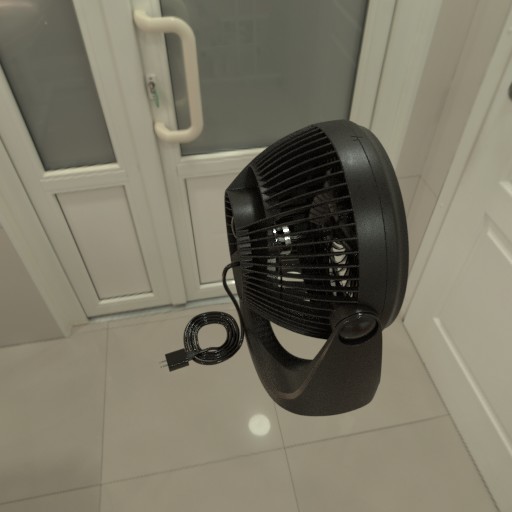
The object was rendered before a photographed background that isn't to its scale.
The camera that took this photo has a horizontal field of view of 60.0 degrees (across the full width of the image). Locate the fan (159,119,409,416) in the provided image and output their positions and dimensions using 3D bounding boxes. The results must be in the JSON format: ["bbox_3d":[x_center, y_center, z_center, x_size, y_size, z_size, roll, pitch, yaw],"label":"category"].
[{"bbox_3d":[0.000,0.000,0.492,0.256,0.277,0.273,-8,47,-8],"label":"fan"}]
